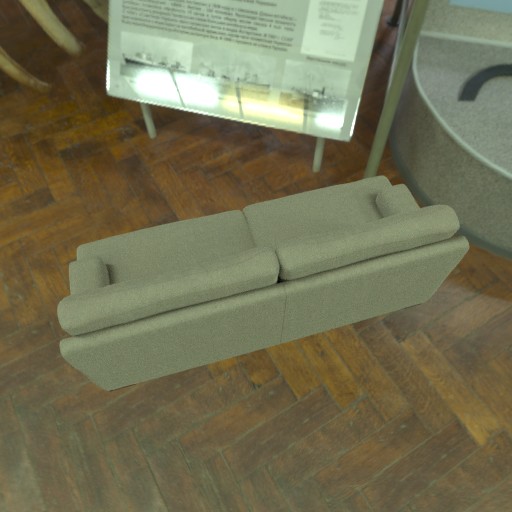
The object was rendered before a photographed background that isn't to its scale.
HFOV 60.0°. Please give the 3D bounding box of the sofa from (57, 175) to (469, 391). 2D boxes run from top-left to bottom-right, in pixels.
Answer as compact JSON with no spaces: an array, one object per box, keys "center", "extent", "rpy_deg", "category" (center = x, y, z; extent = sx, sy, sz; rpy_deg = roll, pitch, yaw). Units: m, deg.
[{"center":[0.000,0.000,2.903],"extent":[2.354,0.980,0.962],"rpy_deg":[-14,60,-8],"category":"sofa"}]
